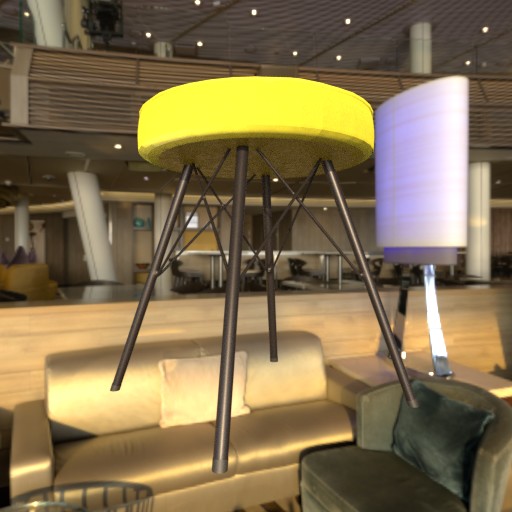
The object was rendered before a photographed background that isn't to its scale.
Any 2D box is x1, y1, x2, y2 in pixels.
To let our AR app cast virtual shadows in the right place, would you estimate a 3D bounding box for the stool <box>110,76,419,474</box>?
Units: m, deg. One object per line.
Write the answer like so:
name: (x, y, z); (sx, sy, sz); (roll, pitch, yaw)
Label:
stool: (0.000, 0.000, 0.794); (0.409, 0.508, 0.409); (0, 0, -36)
